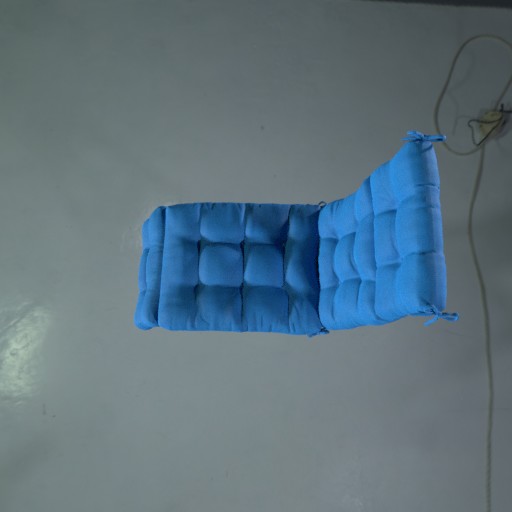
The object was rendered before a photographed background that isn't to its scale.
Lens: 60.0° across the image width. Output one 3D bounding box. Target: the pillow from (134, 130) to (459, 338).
[{"bbox_3d":[0.000,0.000,1.534,1.016,0.863,0.526,1,77,0],"label":"pillow"}]
